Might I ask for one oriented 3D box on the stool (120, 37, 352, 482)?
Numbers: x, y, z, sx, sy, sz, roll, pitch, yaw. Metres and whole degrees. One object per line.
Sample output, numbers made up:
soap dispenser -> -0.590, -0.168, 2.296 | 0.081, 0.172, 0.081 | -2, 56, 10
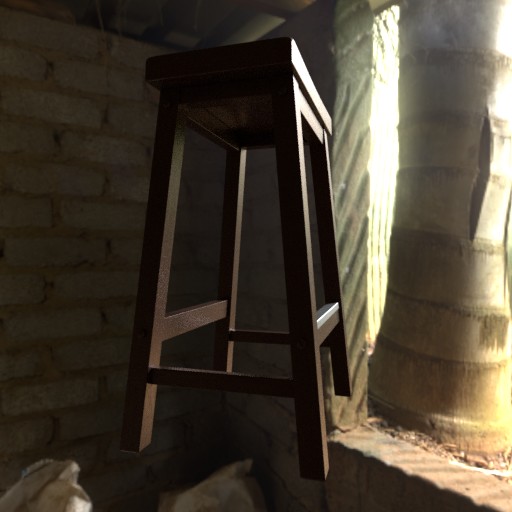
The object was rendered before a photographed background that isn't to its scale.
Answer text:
stool -> 0.000, 0.000, 0.838 | 0.322, 0.610, 0.406 | 0, 0, 17
